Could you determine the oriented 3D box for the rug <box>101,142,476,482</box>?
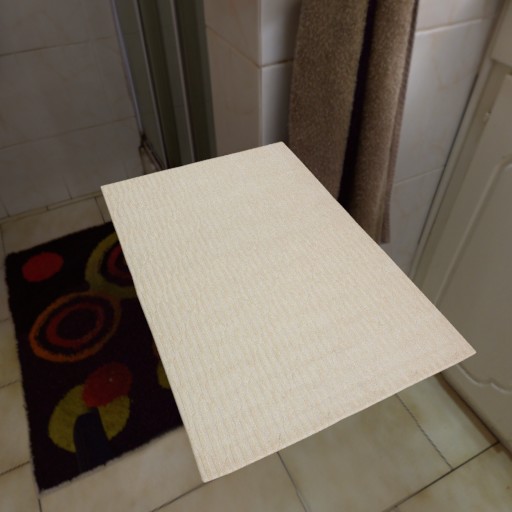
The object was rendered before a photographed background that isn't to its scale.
[{"bbox_3d":[0.000,0.000,2.280,1.238,0.014,1.848,-18,48,-17],"label":"rug"}]
